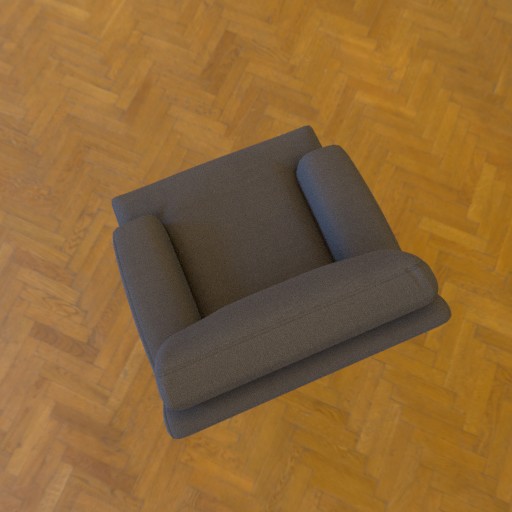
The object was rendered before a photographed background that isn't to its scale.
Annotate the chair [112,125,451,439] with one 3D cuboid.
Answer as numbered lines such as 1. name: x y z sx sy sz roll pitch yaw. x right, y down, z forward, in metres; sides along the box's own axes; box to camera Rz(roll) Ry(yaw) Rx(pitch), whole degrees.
1. chair: 0.000 0.000 1.986 1.168 0.940 1.143 -22 77 -6
